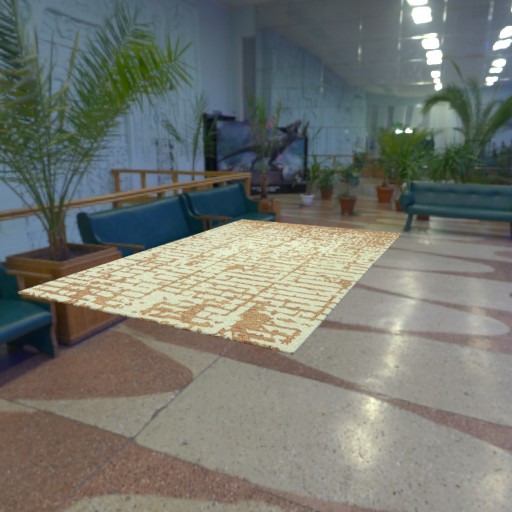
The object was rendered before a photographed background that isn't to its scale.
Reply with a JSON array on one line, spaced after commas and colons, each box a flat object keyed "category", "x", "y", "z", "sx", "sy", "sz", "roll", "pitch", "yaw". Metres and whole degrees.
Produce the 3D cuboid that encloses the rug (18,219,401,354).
[{"category": "rug", "x": 0.000, "y": 0.000, "z": 2.995, "sx": 1.517, "sy": 0.011, "sz": 2.435, "roll": 7, "pitch": 16, "yaw": 26}]
